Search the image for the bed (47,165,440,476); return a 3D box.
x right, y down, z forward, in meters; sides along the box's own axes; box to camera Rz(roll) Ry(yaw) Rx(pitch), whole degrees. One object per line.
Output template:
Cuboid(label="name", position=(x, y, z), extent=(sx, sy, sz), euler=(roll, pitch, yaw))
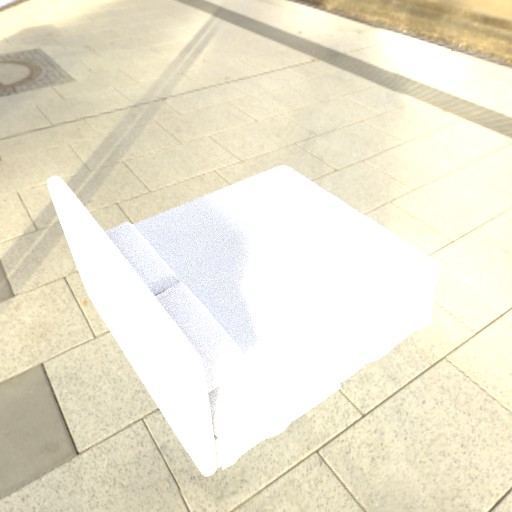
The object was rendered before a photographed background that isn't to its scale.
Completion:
Cuboid(label="bed", position=(0.000, 0.000, 3.561), extent=(2.341, 1.317, 2.119), euler=(-27, 48, -26))
